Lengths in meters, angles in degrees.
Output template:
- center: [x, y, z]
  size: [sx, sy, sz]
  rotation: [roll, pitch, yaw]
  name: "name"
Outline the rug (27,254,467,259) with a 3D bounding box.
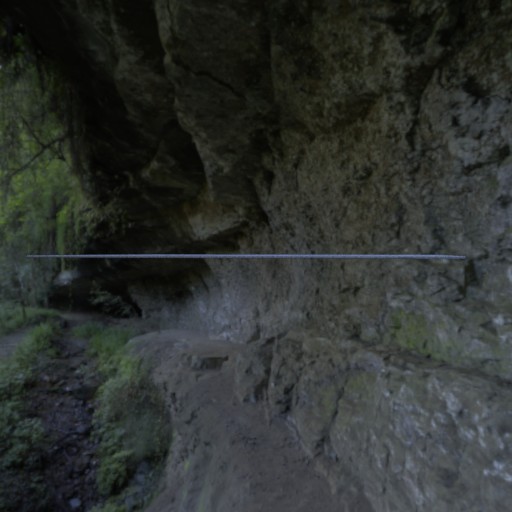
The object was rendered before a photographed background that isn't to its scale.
- center: [0.000, 0.000, 3.041]
  size: [2.444, 0.012, 1.526]
  rotation: [0, 0, 18]
  name: "rug"
